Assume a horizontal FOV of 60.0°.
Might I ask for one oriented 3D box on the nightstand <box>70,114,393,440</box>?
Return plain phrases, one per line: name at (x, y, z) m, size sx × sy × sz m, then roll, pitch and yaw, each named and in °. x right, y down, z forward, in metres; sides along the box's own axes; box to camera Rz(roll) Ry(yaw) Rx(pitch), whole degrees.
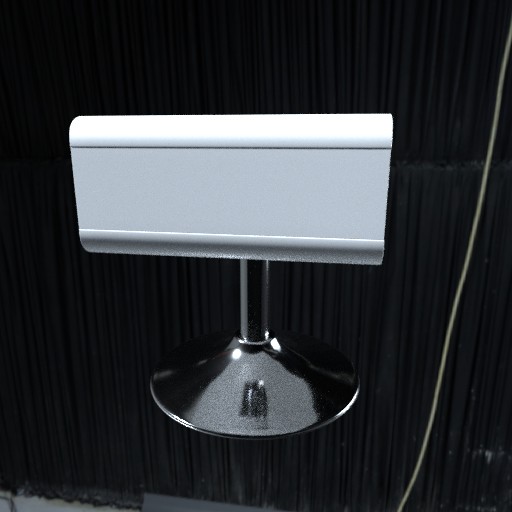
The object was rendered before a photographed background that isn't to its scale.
nightstand at (0.000, 0.000, 0.759) m, size 0.404 × 0.447 × 0.399 m, roll 2°, pitch 15°, yaw 9°
